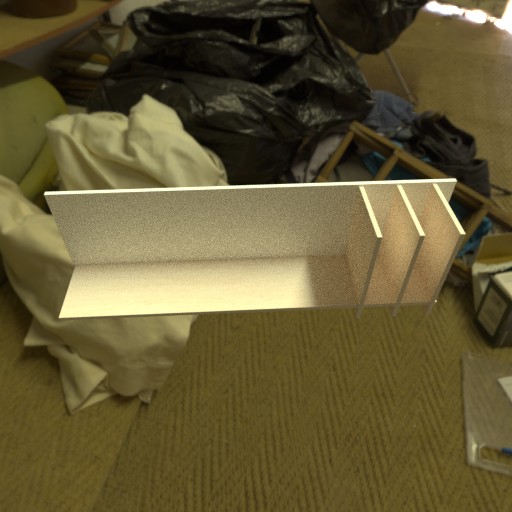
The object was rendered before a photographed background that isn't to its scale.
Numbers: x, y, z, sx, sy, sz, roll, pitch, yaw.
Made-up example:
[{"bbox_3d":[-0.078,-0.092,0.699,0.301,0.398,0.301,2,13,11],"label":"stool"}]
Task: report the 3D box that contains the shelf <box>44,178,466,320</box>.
[{"bbox_3d":[0.000,0.000,1.137,1.020,0.300,0.200,-2,45,-2],"label":"shelf"}]
